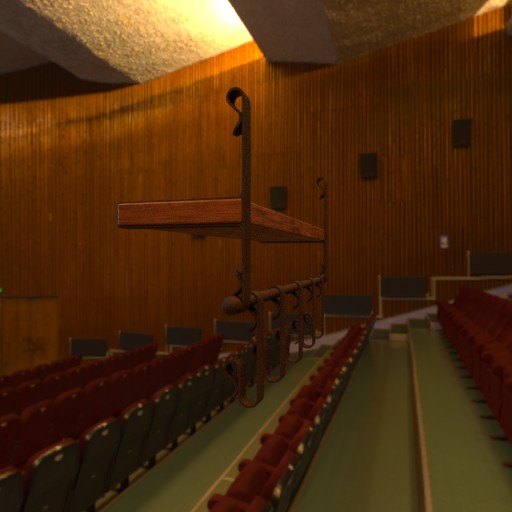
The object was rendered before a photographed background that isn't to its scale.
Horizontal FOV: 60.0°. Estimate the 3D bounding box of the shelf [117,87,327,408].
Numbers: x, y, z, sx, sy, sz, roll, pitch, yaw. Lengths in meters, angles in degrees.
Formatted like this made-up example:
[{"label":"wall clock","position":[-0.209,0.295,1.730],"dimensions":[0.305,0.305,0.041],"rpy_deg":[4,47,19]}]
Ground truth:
[{"label":"shelf","position":[0.000,0.000,0.706],"dimensions":[0.146,0.330,0.567],"rpy_deg":[0,0,18]}]
